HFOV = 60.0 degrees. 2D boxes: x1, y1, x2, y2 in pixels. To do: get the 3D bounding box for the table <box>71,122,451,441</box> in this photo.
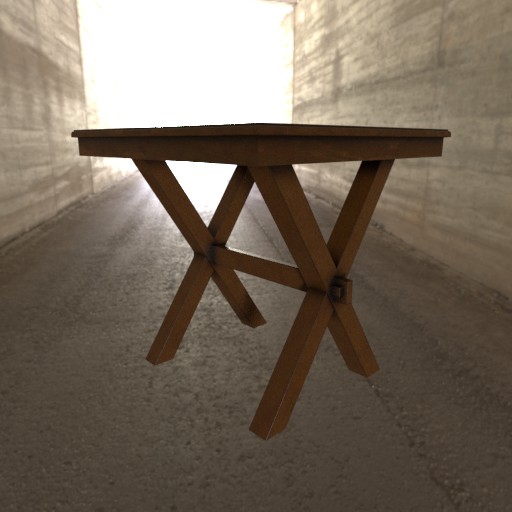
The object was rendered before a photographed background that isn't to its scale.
[{"bbox_3d":[0.000,0.000,1.026,0.560,0.562,0.602,-13,20,-42],"label":"table"}]
